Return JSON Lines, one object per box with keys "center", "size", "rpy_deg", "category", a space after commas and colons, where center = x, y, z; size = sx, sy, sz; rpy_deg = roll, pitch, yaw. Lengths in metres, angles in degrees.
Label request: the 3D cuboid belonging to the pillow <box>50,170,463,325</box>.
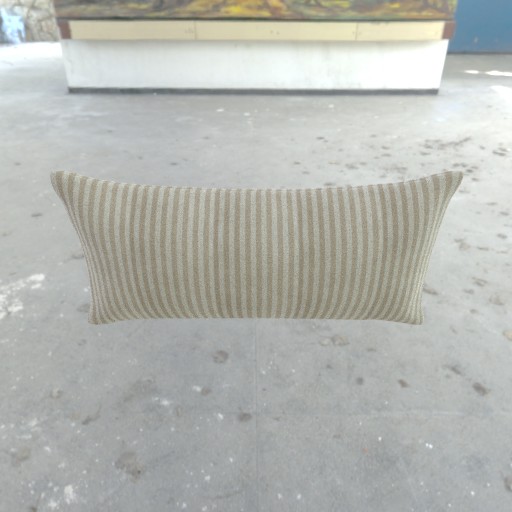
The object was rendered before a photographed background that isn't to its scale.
{"center": [0.000, 0.000, 0.734], "size": [0.617, 0.295, 0.151], "rpy_deg": [0, 31, 0], "category": "pillow"}
